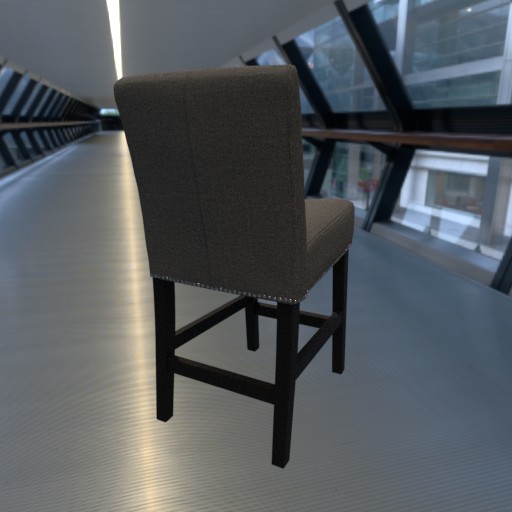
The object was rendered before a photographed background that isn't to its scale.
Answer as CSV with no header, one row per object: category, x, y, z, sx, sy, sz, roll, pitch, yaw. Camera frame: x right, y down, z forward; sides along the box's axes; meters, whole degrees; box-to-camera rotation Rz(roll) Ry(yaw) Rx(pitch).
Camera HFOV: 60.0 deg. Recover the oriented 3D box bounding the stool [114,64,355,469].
stool,0.000,0.000,1.202,0.427,0.885,0.571,8,18,27
